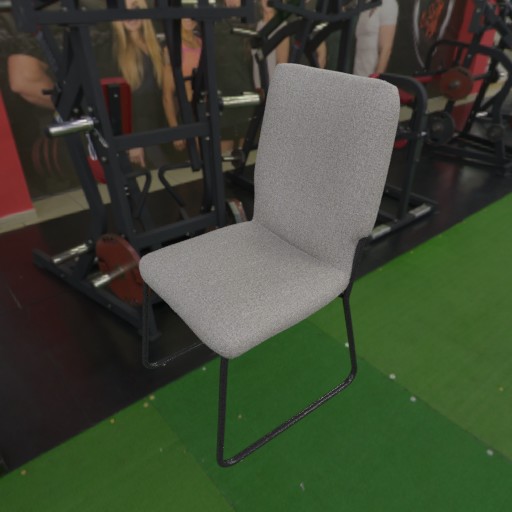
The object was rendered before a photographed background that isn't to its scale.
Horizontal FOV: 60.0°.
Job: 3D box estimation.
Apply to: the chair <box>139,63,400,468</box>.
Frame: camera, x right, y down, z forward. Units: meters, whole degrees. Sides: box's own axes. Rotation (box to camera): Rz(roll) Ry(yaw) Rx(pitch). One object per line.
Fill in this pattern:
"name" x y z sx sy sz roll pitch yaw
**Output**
"chair" 0.000 0.000 1.167 0.560 0.864 0.448 -22 38 -31
